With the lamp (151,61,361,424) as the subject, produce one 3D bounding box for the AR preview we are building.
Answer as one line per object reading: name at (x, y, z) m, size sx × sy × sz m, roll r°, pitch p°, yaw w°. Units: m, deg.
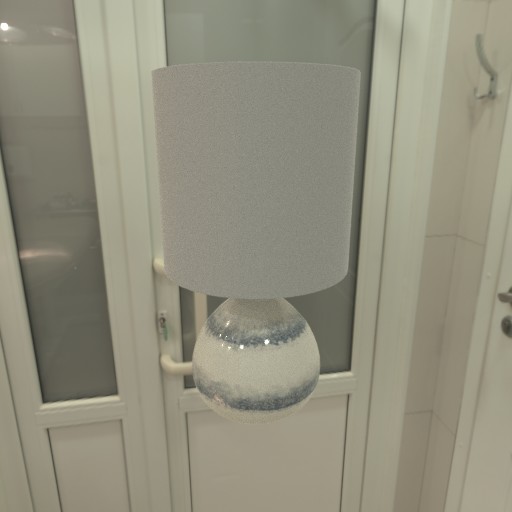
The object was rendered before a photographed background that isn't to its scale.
lamp at (0.000, 0.000, 0.529) m, size 0.216 × 0.404 × 0.216 m, roll -3°, pitch 18°, yaw -10°
